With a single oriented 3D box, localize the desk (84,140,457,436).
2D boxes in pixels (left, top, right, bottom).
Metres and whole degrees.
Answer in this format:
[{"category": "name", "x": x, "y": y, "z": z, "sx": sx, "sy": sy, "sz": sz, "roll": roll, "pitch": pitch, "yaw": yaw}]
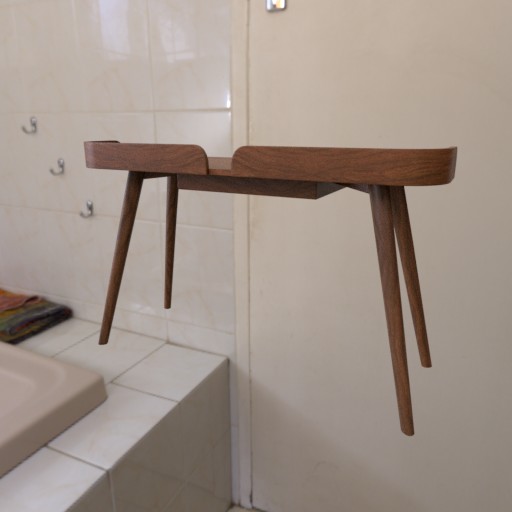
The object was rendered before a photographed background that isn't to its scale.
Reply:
[{"category": "desk", "x": 0.000, "y": 0.000, "z": 1.615, "sx": 1.256, "sy": 0.800, "sz": 0.486, "roll": 8, "pitch": 18, "yaw": 26}]
